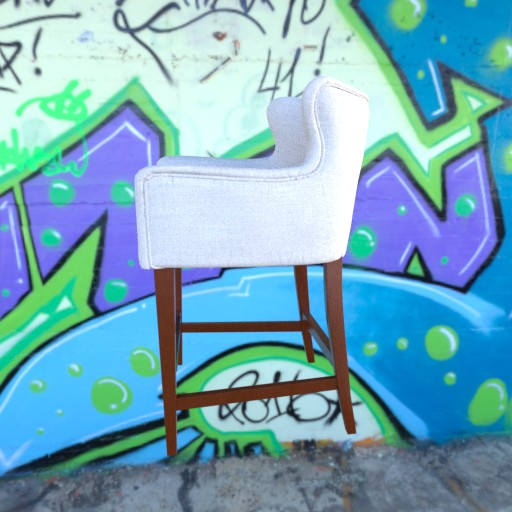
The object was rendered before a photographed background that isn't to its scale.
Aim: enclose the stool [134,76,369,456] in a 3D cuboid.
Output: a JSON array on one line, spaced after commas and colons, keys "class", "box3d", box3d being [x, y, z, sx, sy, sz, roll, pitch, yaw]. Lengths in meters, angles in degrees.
[{"class": "stool", "box3d": [0.000, 0.000, 1.385, 0.637, 0.987, 0.615, -2, 15, -7]}]
